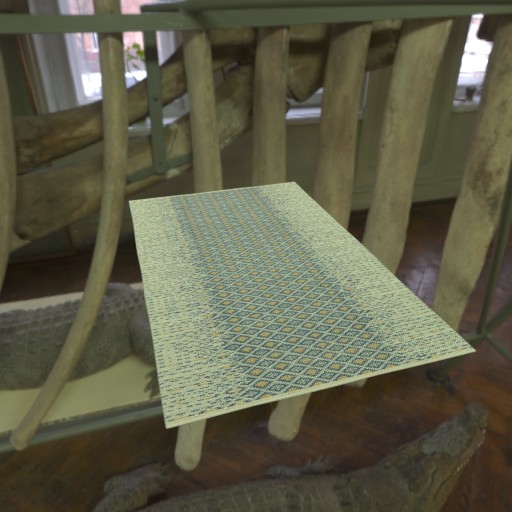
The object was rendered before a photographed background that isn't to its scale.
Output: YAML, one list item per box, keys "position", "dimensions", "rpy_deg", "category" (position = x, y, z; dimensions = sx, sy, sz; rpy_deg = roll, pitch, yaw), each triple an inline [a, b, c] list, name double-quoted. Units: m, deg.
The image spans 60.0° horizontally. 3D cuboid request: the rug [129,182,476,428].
- position: [0.000, 0.000, 3.024]
  dimensions: [1.541, 0.008, 2.448]
  rpy_deg: [-9, 32, -15]
  category: "rug"
